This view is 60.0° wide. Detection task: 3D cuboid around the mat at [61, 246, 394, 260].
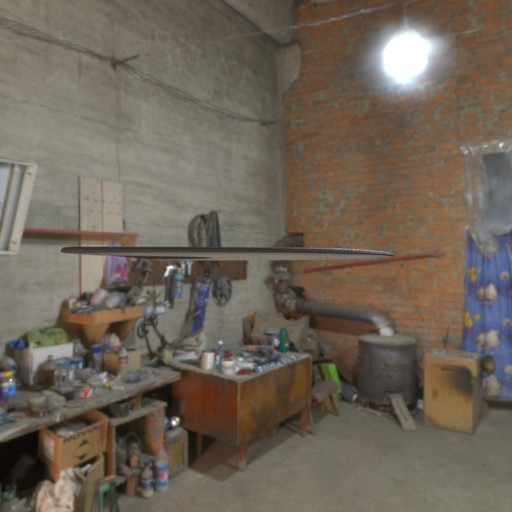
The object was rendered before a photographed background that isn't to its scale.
[{"bbox_3d":[0.000,0.000,1.590,0.917,0.016,1.220,0,-1,-1],"label":"mat"}]
